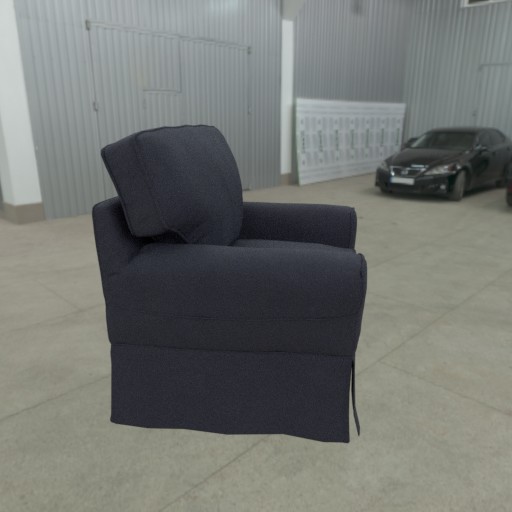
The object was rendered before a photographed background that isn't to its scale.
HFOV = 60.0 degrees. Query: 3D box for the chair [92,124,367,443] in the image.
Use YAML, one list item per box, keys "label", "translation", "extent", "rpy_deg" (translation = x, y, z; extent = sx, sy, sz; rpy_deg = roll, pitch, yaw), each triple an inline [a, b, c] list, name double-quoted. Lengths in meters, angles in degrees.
- label: "chair"
  translation: [0.000, 0.000, 2.008]
  extent: [1.002, 1.140, 1.119]
  rpy_deg: [3, 17, 9]
